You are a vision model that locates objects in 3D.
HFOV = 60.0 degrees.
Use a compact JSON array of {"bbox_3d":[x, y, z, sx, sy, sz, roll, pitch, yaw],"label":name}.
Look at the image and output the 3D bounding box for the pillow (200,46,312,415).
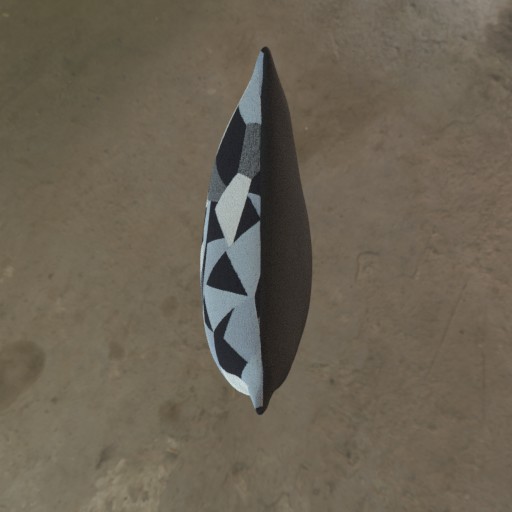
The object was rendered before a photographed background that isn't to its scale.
[{"bbox_3d":[0.000,0.000,0.793,0.208,0.496,0.503,1,75,0],"label":"pillow"}]
